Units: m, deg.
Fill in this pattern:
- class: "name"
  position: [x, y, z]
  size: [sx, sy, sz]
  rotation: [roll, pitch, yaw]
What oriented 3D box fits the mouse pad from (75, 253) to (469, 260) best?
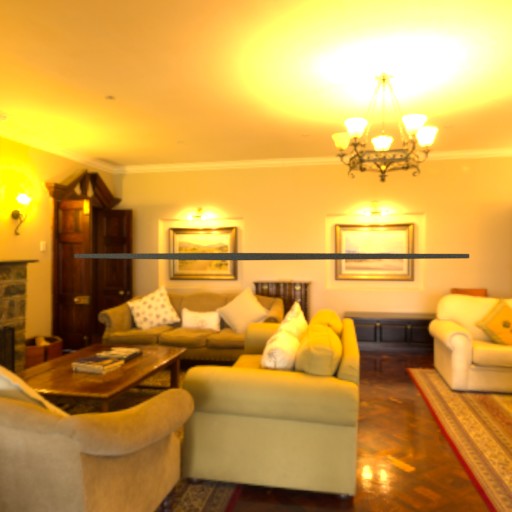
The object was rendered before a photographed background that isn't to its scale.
- class: "mouse pad"
  position: [0.000, 0.000, 0.326]
  size: [0.203, 0.003, 0.229]
  rotation: [0, 0, -38]
